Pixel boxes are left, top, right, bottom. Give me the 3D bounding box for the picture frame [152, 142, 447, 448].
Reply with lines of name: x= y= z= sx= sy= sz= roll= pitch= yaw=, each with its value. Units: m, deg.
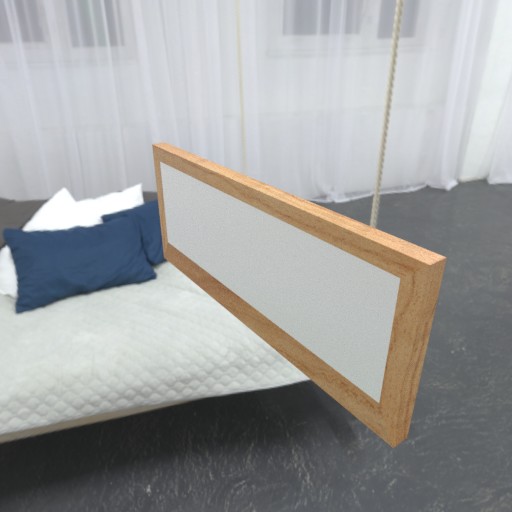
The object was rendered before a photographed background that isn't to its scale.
picture frame: x=0.000 y=0.000 z=0.667 sx=0.045 sy=0.234 sz=0.582 roll=-18 pitch=32 yaw=-32
